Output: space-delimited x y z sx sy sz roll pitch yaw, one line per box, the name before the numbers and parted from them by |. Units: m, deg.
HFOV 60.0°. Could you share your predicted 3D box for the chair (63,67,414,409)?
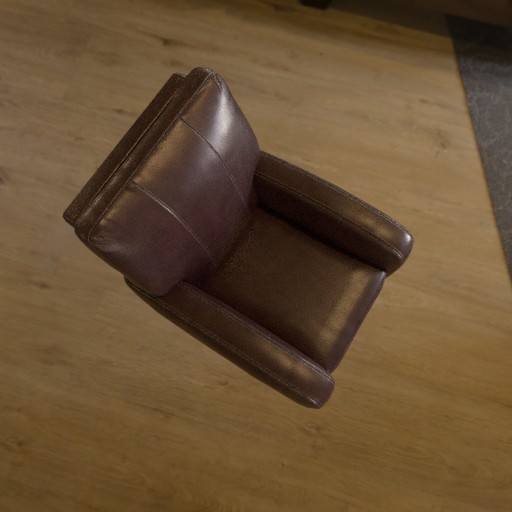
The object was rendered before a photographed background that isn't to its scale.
chair | 0.000 0.000 1.685 0.990 0.990 0.762 31 77 8
